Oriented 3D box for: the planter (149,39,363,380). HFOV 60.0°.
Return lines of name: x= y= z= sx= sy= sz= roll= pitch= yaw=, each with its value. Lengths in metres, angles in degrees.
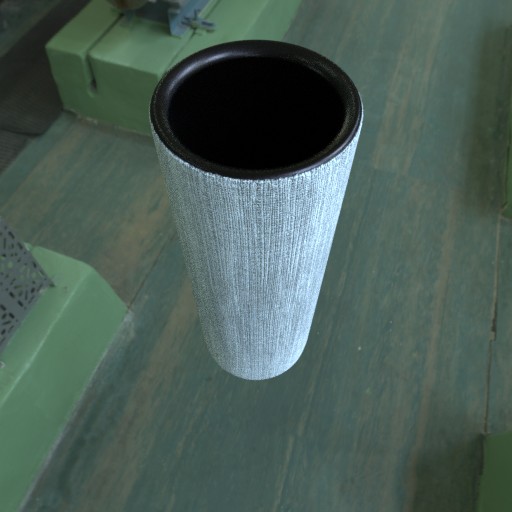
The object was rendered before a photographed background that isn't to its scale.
planter: x=0.000 y=0.000 z=0.319 sx=0.100 sy=0.270 sz=0.100 roll=16 pitch=59 yaw=10
